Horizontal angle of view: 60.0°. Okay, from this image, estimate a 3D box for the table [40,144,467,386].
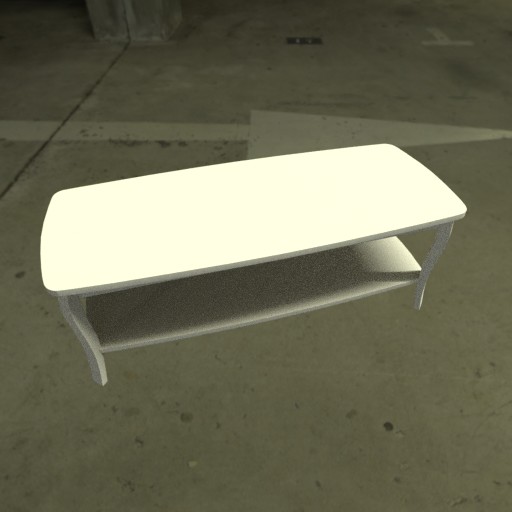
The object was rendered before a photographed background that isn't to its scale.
[{"bbox_3d":[0.000,0.000,1.616,1.334,0.474,0.561,-11,41,-13],"label":"table"}]
